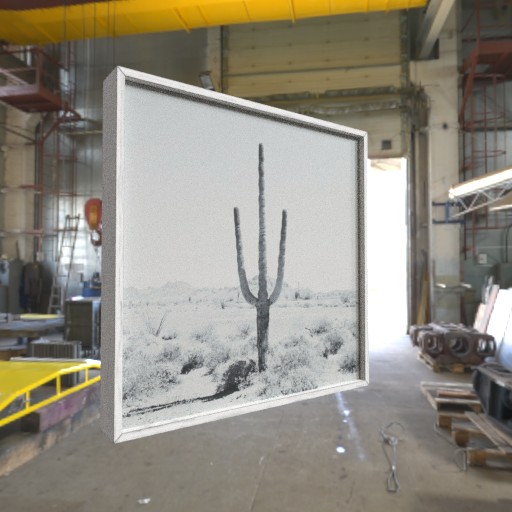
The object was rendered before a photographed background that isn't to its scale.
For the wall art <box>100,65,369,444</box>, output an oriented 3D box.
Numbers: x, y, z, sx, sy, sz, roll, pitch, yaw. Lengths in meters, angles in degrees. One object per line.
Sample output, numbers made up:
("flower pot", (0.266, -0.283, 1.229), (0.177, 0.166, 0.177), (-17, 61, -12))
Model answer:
("wall art", (0.000, 0.000, 0.461), (0.305, 0.305, 0.038), (1, -2, -35))
